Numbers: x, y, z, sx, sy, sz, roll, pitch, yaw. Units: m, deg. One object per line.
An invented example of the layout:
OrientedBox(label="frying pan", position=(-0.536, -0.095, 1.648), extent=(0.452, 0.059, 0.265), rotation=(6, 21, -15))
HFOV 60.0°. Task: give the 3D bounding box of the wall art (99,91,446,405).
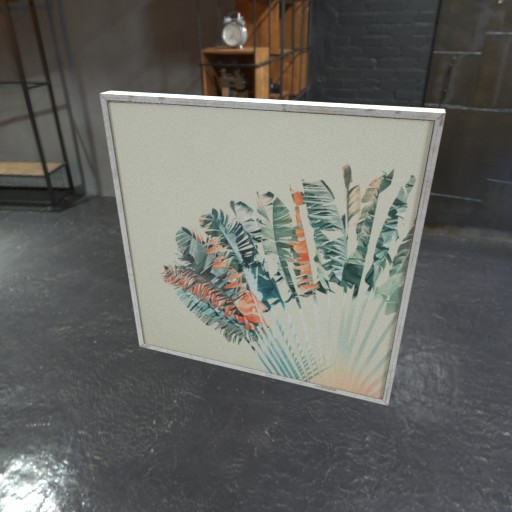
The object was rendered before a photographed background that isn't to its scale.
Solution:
OrientedBox(label="wall art", position=(0.000, 0.000, 0.755), extent=(0.508, 0.506, 0.029), rotation=(9, 30, 16))
